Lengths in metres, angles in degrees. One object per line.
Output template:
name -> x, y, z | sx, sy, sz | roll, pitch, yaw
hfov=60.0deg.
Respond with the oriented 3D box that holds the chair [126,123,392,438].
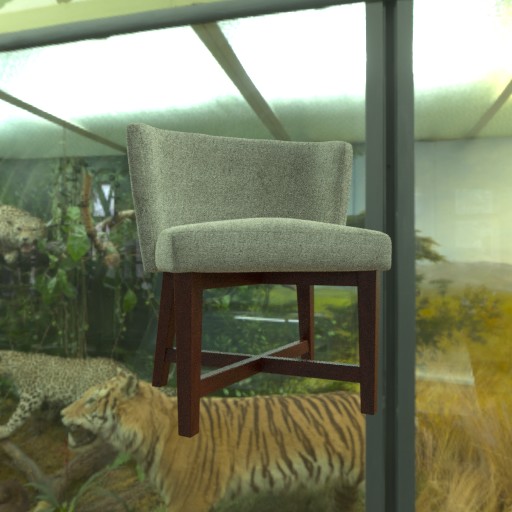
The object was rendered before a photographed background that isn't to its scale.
chair -> 0.000, 0.000, 1.302 | 0.728, 0.827, 0.575 | 0, 0, -18
